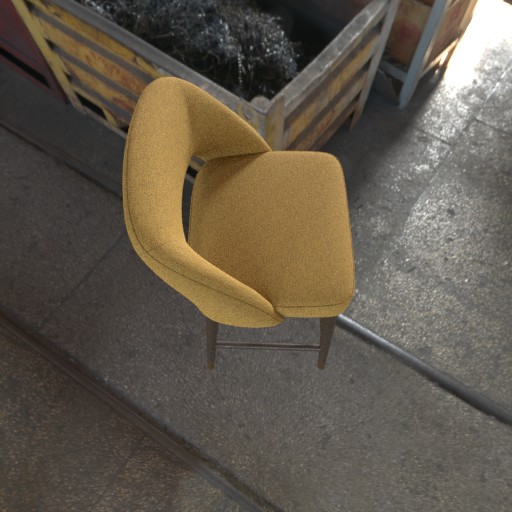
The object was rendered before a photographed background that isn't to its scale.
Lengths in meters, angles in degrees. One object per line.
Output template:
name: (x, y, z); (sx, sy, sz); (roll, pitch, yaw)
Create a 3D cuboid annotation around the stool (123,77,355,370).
stool: (0.000, 0.000, 1.323); (0.522, 1.032, 0.536); (0, 64, 0)
